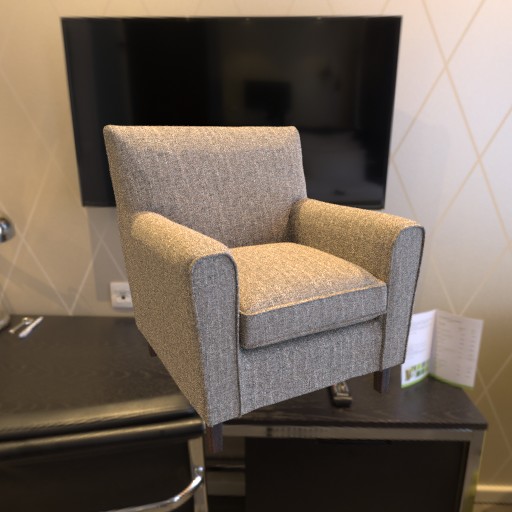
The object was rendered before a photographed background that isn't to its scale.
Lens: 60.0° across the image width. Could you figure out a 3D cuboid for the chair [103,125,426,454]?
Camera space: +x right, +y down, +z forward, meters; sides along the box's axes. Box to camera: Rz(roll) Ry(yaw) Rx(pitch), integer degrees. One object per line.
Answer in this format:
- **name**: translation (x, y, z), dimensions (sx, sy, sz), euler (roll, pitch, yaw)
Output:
- **chair**: translation (0.000, 0.000, 1.633), dimensions (0.864, 0.928, 0.873), euler (-8, 18, -27)
